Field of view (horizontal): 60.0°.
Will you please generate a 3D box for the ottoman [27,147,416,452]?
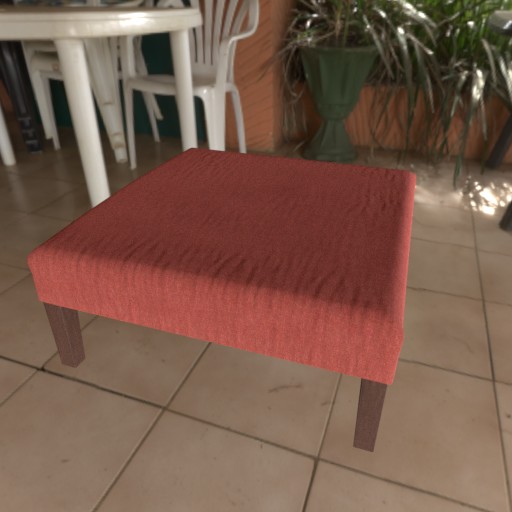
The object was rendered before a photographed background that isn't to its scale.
[{"bbox_3d":[0.000,0.000,1.392,0.889,0.411,0.890,10,32,16],"label":"ottoman"}]
